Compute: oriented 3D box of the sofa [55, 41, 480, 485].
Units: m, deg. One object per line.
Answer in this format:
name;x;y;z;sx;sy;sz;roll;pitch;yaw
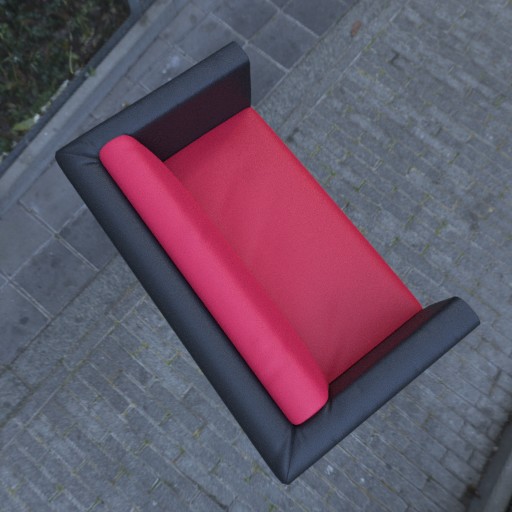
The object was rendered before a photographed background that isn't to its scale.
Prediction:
sofa;0.000;0.000;1.842;0.845;0.735;1.410;-36;78;-9
